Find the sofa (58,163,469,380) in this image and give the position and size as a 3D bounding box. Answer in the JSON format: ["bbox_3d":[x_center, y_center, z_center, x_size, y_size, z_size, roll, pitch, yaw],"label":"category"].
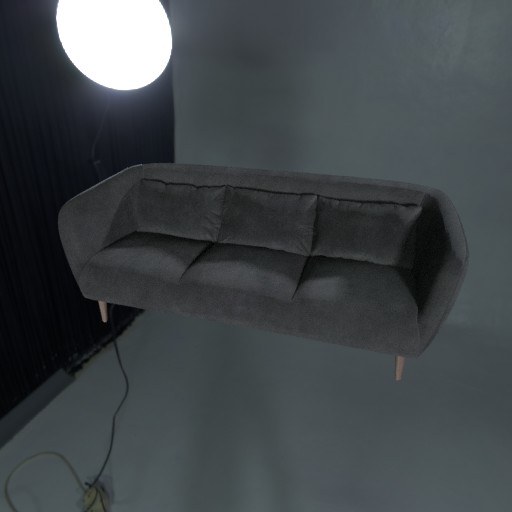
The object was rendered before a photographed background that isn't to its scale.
[{"bbox_3d":[0.000,0.000,2.764,2.296,0.875,0.956,8,26,16],"label":"sofa"}]
